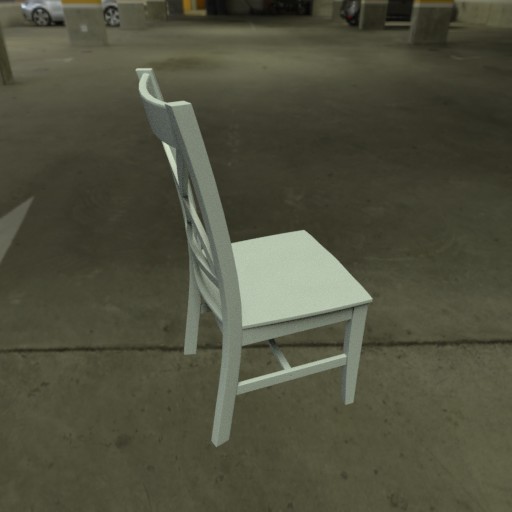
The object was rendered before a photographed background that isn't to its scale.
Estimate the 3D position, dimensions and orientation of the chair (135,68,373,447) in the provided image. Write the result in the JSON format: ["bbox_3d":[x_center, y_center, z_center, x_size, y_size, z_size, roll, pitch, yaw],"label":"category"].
[{"bbox_3d":[0.000,0.000,1.299,0.542,0.983,0.485,-10,32,-17],"label":"chair"}]
